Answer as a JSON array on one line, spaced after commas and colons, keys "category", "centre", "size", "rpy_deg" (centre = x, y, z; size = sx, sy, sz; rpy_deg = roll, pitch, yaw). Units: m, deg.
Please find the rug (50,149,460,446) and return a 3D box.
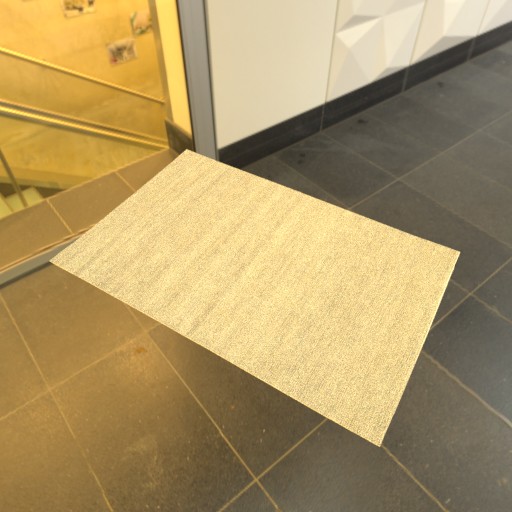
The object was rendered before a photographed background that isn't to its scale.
[{"category": "rug", "centre": [0.000, 0.000, 2.324], "size": [1.820, 0.022, 1.179], "rpy_deg": [24, 52, 21]}]
